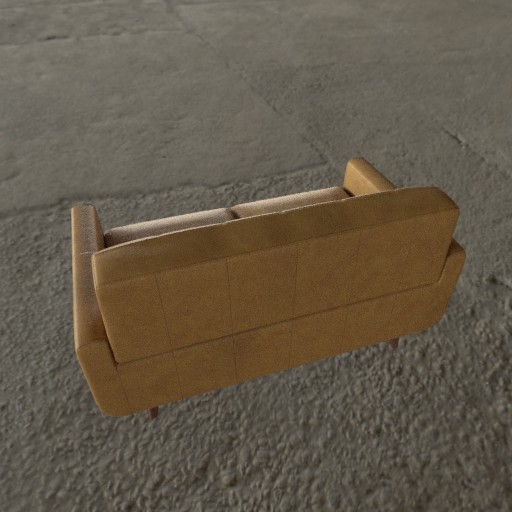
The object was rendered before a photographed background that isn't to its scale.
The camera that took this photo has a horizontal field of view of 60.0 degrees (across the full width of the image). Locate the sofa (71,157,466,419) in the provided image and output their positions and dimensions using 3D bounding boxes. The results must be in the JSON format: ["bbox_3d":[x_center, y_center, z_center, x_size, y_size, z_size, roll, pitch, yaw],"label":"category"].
[{"bbox_3d":[0.000,0.000,2.180,1.651,0.925,0.952,-12,42,-14],"label":"sofa"}]
